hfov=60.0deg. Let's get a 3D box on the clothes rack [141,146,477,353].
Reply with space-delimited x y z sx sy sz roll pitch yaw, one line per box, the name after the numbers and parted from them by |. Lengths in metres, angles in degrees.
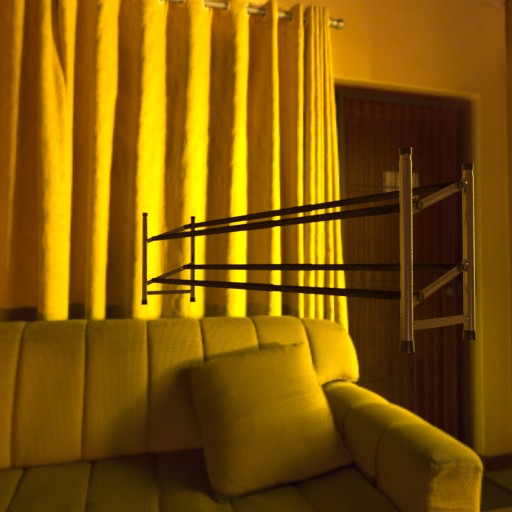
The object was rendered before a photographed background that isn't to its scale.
0.000 0.000 1.278 0.229 0.349 1.168 1 -2 -36 | clothes rack
